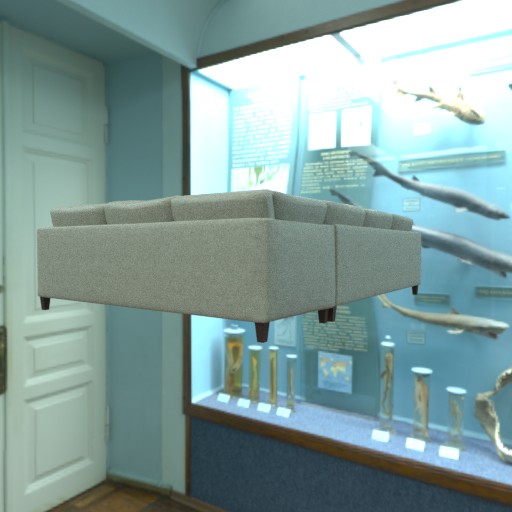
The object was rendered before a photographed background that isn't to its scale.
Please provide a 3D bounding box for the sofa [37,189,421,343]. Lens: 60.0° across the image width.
[{"bbox_3d":[0.000,0.000,4.578,2.522,0.934,3.333,1,1,35],"label":"sofa"}]
